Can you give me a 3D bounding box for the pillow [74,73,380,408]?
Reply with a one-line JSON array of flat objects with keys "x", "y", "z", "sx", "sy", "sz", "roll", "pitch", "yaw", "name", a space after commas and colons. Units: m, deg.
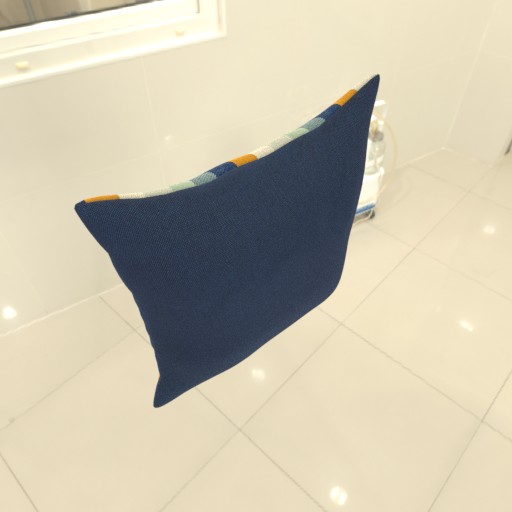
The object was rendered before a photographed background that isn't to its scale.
[{"x": 0.000, "y": 0.000, "z": 0.699, "sx": 0.463, "sy": 0.454, "sz": 0.173, "roll": -31, "pitch": 54, "yaw": -26, "name": "pillow"}]
